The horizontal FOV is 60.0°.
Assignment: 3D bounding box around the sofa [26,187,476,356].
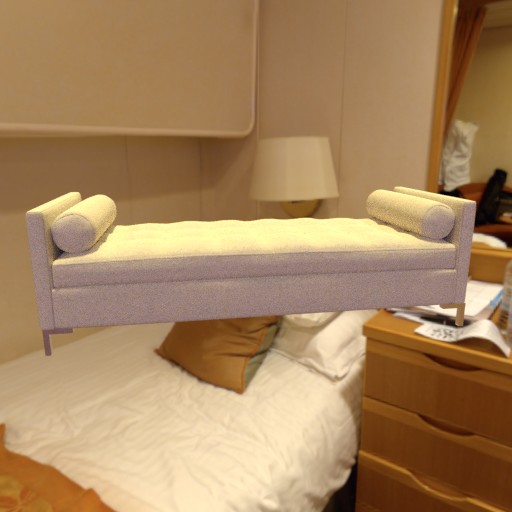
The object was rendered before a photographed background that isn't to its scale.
[{"bbox_3d":[0.000,0.000,2.441,2.102,0.655,0.797,-2,14,-9],"label":"sofa"}]
